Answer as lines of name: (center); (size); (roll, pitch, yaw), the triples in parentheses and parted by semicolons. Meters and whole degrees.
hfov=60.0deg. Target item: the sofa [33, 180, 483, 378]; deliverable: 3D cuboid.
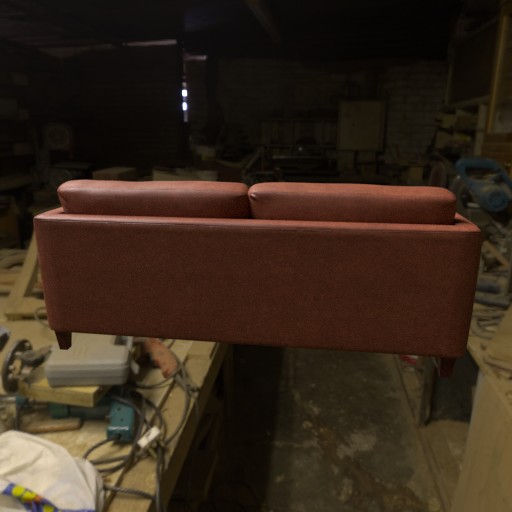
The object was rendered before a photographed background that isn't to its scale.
sofa: (0.000, 0.000, 2.632); (2.204, 0.932, 0.950); (2, 17, 8)
